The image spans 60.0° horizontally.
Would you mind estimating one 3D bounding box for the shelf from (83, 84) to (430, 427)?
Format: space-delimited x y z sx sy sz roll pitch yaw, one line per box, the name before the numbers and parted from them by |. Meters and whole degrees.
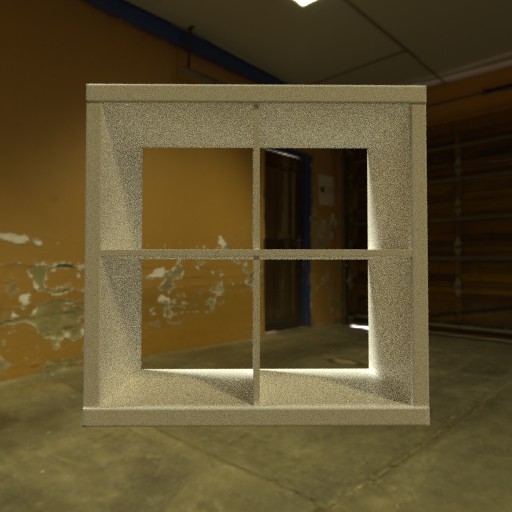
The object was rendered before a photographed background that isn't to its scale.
shelf | 0.000 0.000 1.214 0.790 0.786 0.390 0 -2 -1
